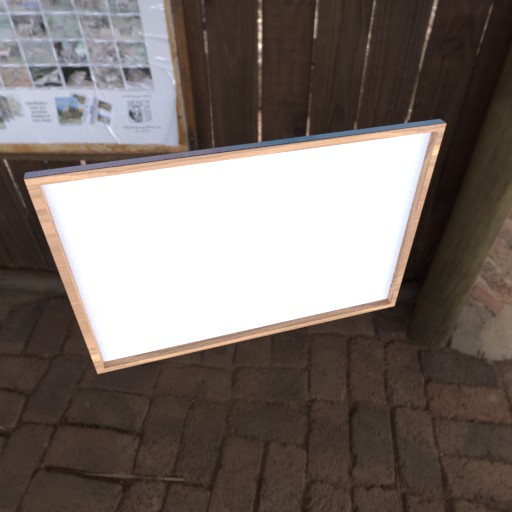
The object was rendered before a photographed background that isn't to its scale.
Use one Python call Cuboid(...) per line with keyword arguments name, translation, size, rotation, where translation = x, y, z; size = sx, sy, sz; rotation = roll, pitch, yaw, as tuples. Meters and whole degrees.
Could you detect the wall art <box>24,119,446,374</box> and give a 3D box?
Cuboid(name="wall art", translation=(0.000, 0.000, 1.408), size=(1.137, 0.756, 0.034), rotation=(-11, 41, -13))
